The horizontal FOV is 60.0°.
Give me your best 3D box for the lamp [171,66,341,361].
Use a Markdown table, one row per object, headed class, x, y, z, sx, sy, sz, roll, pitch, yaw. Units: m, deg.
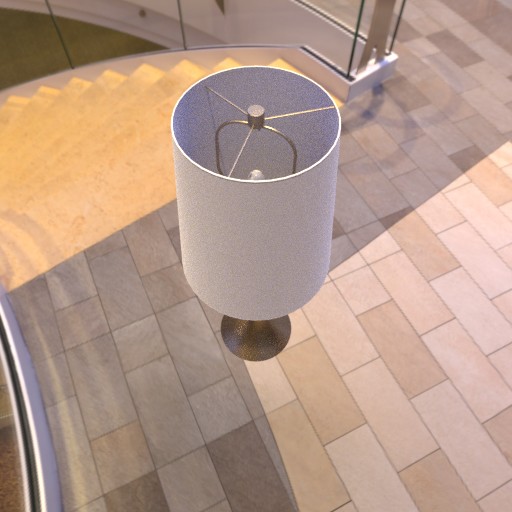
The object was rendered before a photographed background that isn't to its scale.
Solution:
| class | x | y | z | sx | sy | sz | roll | pitch | yaw |
| --- | --- | --- | --- | --- | --- | --- | --- | --- | --- |
| lamp | 0.000 | 0.000 | 0.703 | 0.231 | 0.569 | 0.231 | 0 | 58 | 0 |
